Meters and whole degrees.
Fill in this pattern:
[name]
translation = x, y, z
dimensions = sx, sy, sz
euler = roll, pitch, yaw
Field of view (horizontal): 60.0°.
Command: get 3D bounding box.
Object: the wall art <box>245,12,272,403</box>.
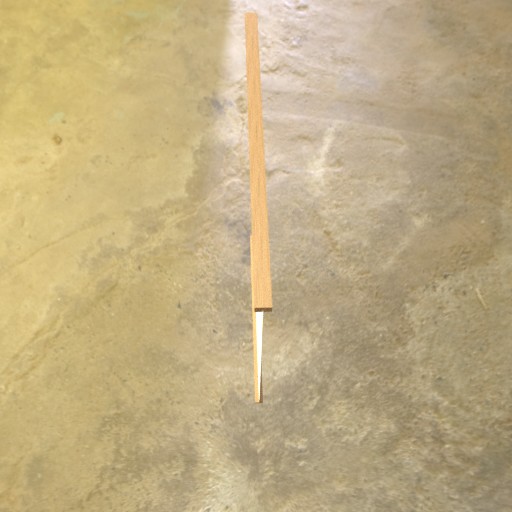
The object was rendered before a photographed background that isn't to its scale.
[wall art]
translation = 0.000, 0.000, 1.876
dimensions = 0.040, 1.510, 0.991
euler = -2, 64, -1
